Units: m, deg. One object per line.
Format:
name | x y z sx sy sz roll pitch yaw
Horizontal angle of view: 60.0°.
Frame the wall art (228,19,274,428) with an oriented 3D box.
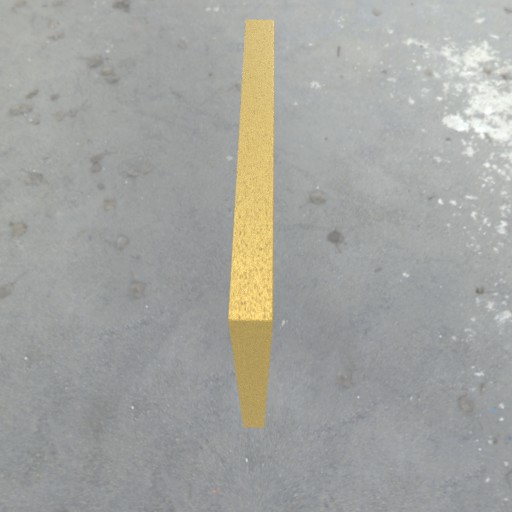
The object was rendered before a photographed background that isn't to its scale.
wall art | 0.000 0.000 0.878 0.048 0.642 0.537 1 59 1
